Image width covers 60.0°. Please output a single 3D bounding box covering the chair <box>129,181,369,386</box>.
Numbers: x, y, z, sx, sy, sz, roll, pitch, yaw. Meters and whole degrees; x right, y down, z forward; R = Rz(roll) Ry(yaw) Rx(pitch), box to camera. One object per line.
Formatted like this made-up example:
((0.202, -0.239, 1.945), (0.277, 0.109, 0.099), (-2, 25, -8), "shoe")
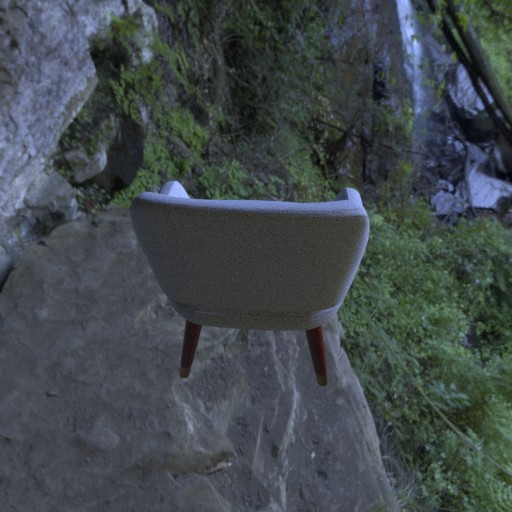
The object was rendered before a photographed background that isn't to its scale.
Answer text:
((0.000, 0.000, 1.302), (0.609, 0.889, 0.600), (3, 48, 2), "chair")
